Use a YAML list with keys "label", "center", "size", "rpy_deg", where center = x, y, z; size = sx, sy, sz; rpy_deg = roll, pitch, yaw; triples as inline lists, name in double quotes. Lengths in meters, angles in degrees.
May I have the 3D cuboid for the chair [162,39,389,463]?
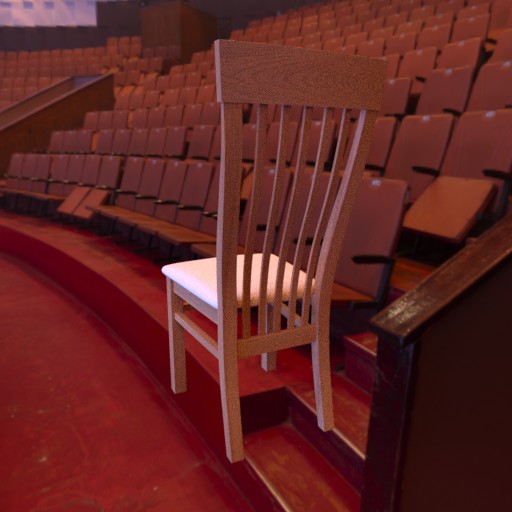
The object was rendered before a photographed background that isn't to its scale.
- label: "chair"
  center: [0.000, 0.000, 1.342]
  size: [0.450, 1.050, 0.580]
  rpy_deg: [-7, 14, -26]
